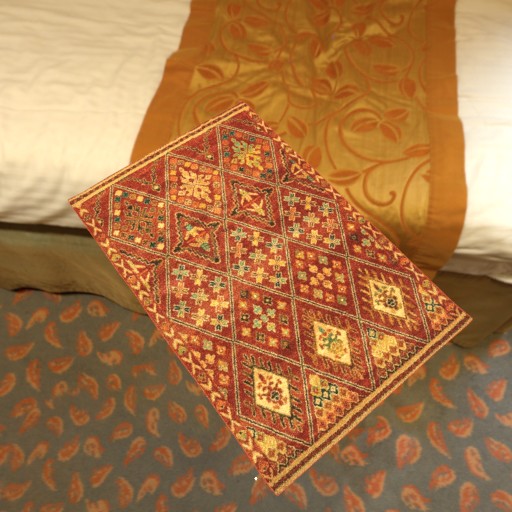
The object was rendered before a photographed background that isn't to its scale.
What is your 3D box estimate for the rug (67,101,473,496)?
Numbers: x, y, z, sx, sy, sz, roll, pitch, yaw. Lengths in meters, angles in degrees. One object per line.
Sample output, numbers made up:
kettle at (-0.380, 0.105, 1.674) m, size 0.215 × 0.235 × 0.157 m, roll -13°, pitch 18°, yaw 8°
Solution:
rug at (0.000, 0.000, 2.856) m, size 1.521 × 0.026 × 2.286 m, roll -35°, pitch 68°, yaw -16°
